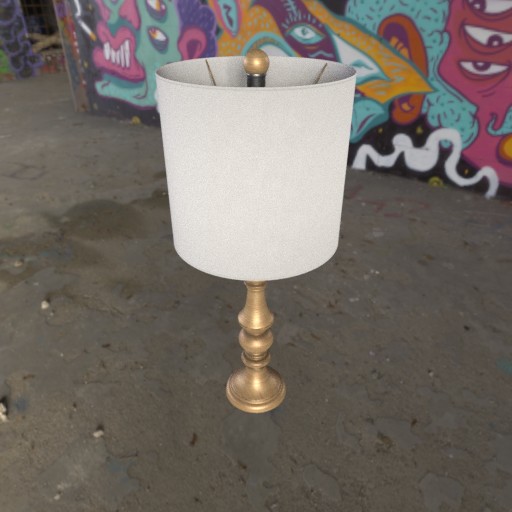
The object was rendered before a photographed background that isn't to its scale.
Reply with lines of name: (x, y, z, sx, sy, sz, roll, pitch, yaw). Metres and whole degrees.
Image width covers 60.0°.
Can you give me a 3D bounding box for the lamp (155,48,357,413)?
lamp: (0.000, 0.000, 0.701, 0.250, 0.597, 0.250, -21, 37, -30)
